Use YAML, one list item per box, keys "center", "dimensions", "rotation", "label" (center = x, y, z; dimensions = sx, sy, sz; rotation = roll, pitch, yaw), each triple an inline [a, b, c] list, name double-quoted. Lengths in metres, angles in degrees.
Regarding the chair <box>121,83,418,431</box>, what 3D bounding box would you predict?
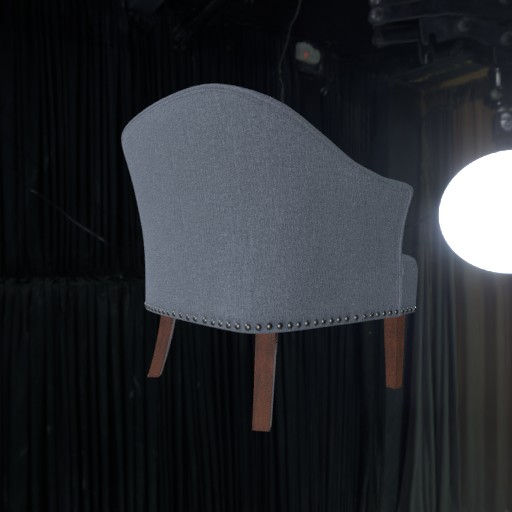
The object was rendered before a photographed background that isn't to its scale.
- center: [0.000, 0.000, 1.395]
  dimensions: [0.704, 0.815, 0.798]
  rotation: [-1, 1, -39]
  label: "chair"
